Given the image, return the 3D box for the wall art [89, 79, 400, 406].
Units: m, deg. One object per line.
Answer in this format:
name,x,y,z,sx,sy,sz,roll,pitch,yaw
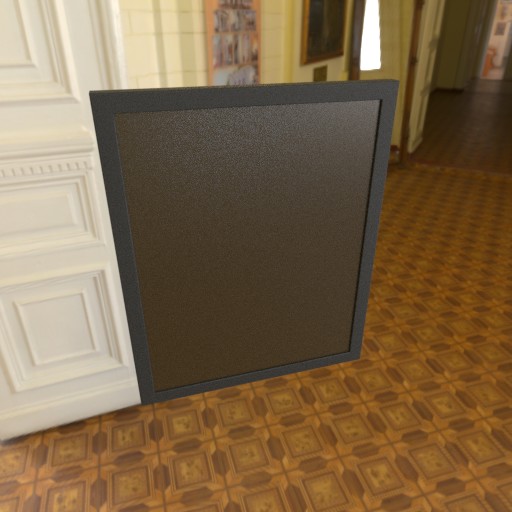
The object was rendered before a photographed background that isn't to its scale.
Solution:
wall art,0.000,0.000,0.770,0.457,0.558,0.028,-8,29,-15
